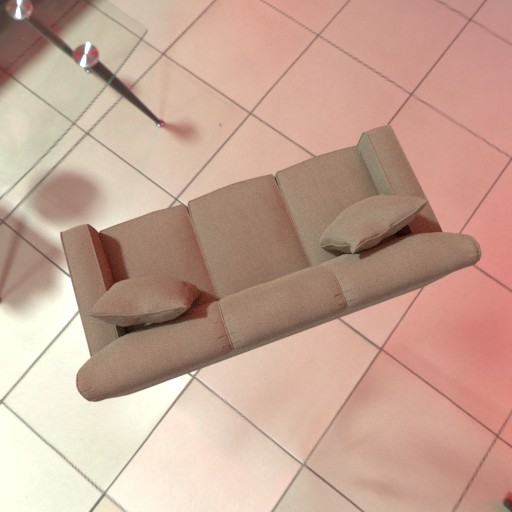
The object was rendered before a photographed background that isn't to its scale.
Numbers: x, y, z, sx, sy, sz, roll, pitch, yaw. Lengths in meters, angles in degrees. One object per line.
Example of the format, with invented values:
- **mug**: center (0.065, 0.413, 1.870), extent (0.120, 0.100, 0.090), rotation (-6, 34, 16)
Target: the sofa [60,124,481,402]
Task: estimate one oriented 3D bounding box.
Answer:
- **sofa**: center (0.000, 0.000, 2.582), extent (2.024, 0.958, 0.997), rotation (-19, 76, -5)
